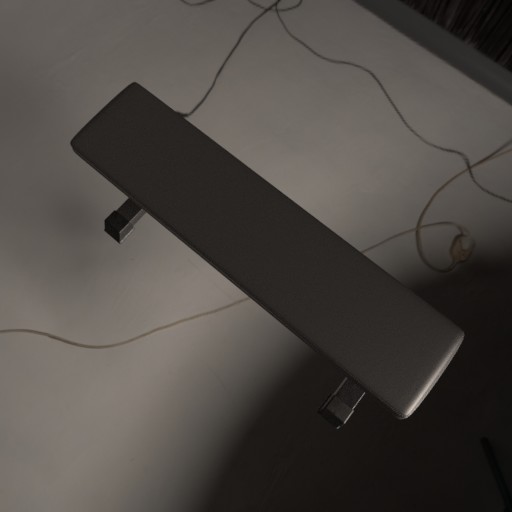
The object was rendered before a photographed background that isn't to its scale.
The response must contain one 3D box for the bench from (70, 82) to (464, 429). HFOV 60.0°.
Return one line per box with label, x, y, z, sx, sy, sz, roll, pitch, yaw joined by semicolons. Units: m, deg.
bench;0.000;0.000;1.283;1.072;0.453;0.439;39;78;10
